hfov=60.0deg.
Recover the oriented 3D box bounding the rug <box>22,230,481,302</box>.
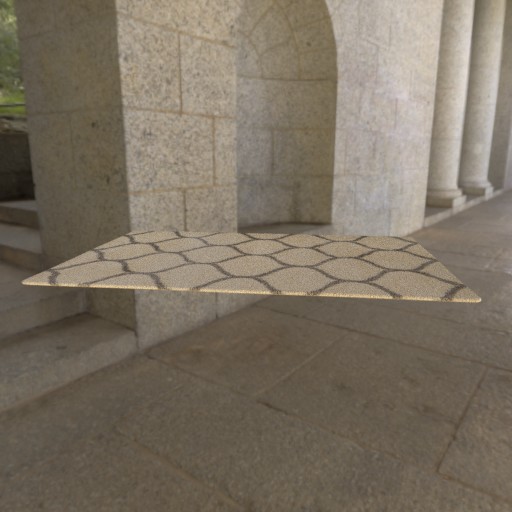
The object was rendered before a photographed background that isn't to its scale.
[{"bbox_3d":[0.000,0.000,3.435,2.701,0.026,1.801,2,14,7],"label":"rug"}]
